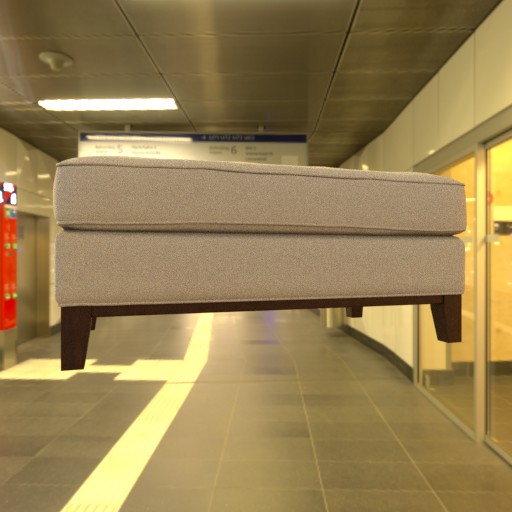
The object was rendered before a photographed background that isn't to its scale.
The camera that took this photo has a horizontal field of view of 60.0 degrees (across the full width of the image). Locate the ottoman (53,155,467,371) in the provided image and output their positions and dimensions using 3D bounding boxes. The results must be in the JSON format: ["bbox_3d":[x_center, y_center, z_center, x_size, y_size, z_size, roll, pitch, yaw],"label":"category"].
[{"bbox_3d":[0.000,0.000,1.428,1.143,0.508,0.648,0,0,-18],"label":"ottoman"}]
